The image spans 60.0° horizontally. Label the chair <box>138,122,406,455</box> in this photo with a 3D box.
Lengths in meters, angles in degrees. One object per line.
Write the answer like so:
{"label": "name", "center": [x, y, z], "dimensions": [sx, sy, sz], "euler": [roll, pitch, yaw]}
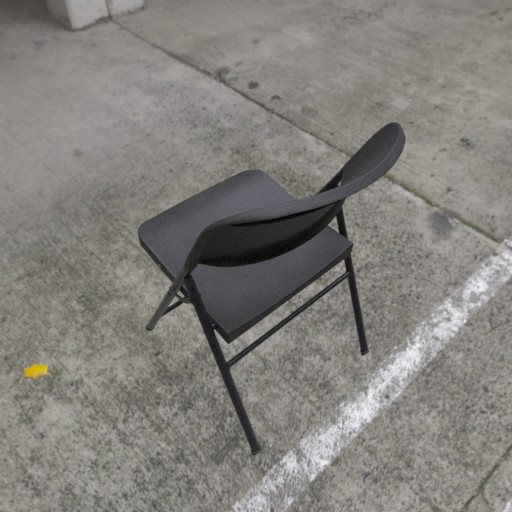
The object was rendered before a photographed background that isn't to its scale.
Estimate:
{"label": "chair", "center": [0.000, 0.000, 1.153], "dimensions": [0.494, 0.810, 0.566], "euler": [-33, 55, -27]}
